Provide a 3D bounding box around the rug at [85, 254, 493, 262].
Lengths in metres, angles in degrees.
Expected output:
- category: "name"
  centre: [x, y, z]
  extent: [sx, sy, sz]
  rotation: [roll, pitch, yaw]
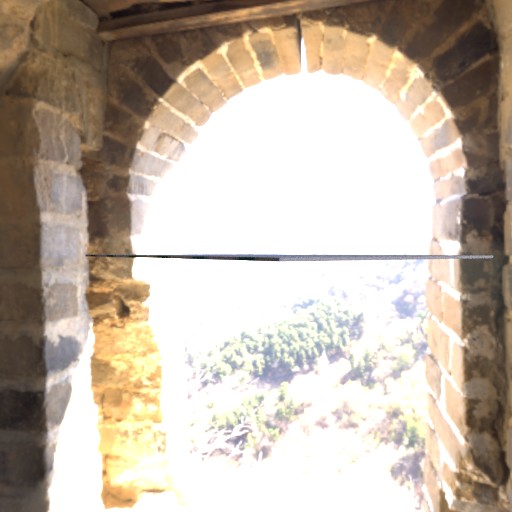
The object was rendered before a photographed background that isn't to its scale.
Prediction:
- category: "rug"
  centre: [0.000, 0.000, 2.295]
  extent: [1.210, 0.012, 1.829]
  rotation: [0, 1, -37]
